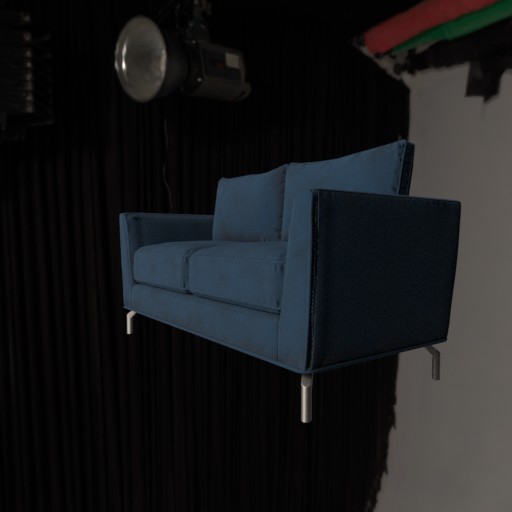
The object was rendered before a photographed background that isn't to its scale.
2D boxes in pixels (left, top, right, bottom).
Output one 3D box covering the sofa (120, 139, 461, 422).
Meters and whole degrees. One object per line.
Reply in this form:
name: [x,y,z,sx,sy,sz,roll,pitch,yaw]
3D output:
sofa: [0.000,0.000,2.311,0.853,1.002,1.770,-2,3,-36]
